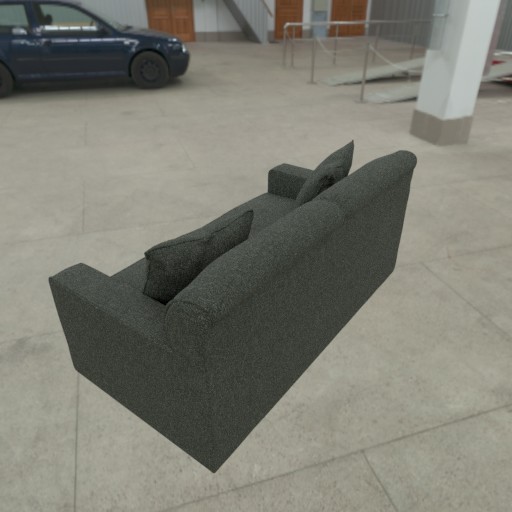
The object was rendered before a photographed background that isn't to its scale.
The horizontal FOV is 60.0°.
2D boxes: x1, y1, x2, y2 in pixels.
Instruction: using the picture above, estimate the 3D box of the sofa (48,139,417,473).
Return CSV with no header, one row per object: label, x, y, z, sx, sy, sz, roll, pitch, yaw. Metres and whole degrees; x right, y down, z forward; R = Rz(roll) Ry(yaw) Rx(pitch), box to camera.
sofa,0.000,0.000,2.406,0.998,0.958,1.846,21,37,31
